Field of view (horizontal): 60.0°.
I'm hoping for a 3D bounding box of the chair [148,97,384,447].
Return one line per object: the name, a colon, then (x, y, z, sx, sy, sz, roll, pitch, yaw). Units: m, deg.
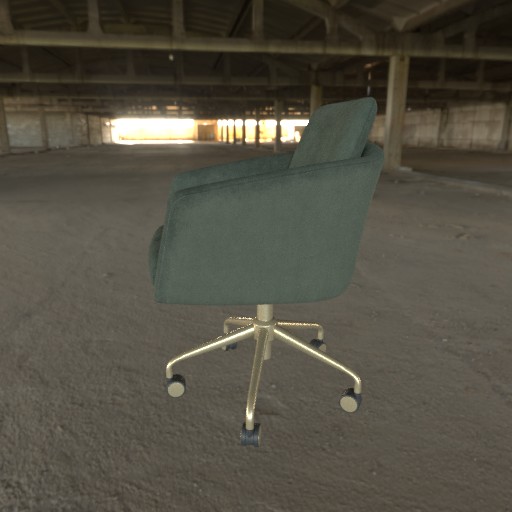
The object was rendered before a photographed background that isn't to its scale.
chair: (0.000, 0.000, 1.362, 0.635, 0.908, 0.641, -3, 16, -9)
